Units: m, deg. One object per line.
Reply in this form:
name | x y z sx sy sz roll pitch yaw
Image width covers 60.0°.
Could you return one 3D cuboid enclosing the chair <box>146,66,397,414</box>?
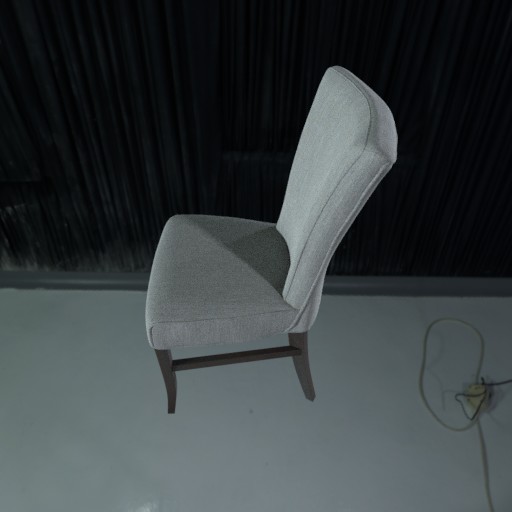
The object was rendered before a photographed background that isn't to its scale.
chair | 0.000 0.000 1.377 0.660 0.991 0.520 -1 41 -1
